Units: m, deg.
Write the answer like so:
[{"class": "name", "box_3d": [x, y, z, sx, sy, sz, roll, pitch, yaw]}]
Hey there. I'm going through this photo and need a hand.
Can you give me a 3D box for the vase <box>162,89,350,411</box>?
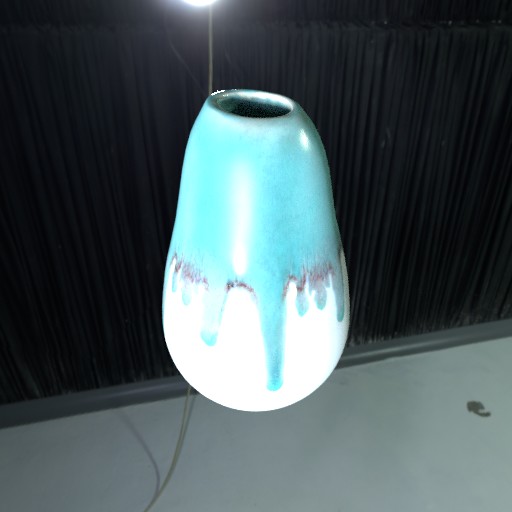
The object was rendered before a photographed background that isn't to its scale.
[{"class": "vase", "box_3d": [0.000, 0.000, 0.260, 0.116, 0.179, 0.116, 0, 31, 0]}]
